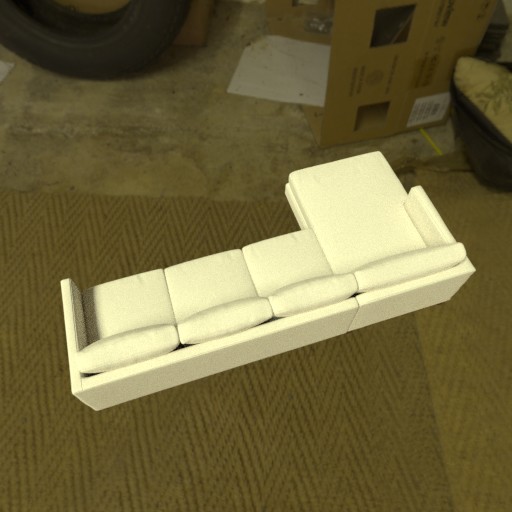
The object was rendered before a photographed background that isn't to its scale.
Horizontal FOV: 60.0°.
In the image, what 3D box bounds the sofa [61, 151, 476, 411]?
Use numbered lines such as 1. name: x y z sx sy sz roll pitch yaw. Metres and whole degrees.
1. sofa: 0.000 0.000 3.884 3.186 0.846 1.625 -15 61 -9
